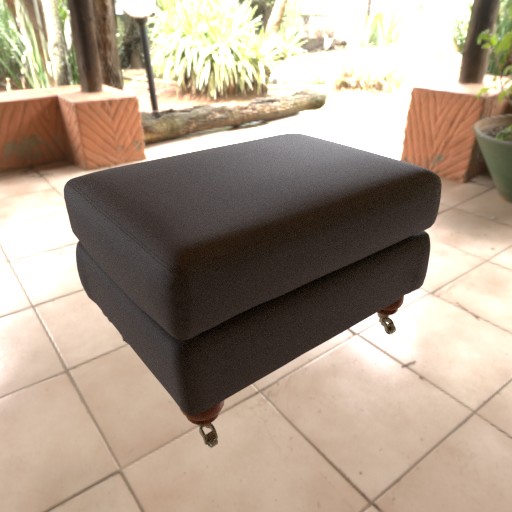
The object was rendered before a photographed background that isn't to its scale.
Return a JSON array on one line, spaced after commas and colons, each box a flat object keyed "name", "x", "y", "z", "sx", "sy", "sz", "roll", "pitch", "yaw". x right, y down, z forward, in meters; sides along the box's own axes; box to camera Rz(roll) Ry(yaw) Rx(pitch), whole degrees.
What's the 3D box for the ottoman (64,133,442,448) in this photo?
[{"name": "ottoman", "x": 0.000, "y": 0.000, "z": 1.157, "sx": 0.773, "sy": 0.497, "sz": 0.574, "roll": -21, "pitch": 35, "yaw": -33}]
